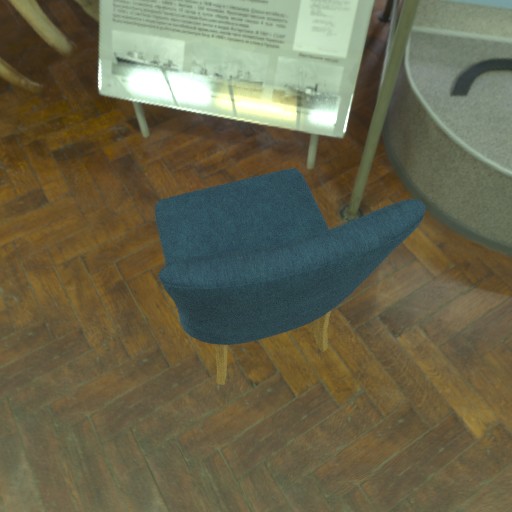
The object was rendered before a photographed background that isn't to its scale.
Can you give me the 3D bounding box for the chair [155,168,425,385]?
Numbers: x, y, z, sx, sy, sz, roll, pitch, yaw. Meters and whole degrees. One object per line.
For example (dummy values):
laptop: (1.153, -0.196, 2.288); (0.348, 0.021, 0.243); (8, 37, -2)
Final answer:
chair: (0.000, 0.000, 1.236); (0.495, 0.902, 0.609); (-15, 60, -9)
